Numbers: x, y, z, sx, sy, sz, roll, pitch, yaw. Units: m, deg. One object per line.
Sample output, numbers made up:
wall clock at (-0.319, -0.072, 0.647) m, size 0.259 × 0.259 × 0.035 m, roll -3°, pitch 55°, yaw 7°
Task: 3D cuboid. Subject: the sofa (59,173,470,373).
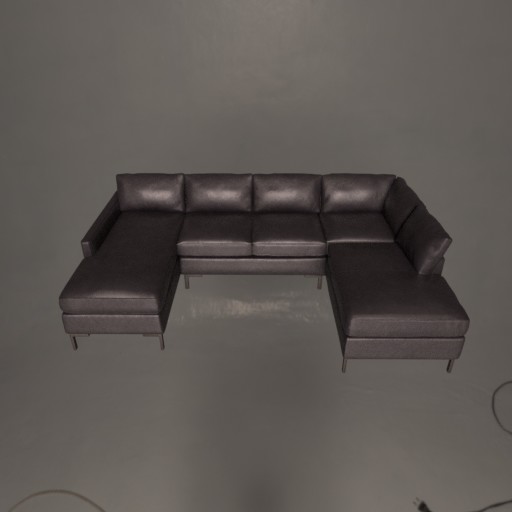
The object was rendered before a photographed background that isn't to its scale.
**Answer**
sofa at (0.000, 0.000, 3.865) m, size 2.956 × 0.900 × 1.939 m, roll 0°, pitch 31°, yaw 0°
